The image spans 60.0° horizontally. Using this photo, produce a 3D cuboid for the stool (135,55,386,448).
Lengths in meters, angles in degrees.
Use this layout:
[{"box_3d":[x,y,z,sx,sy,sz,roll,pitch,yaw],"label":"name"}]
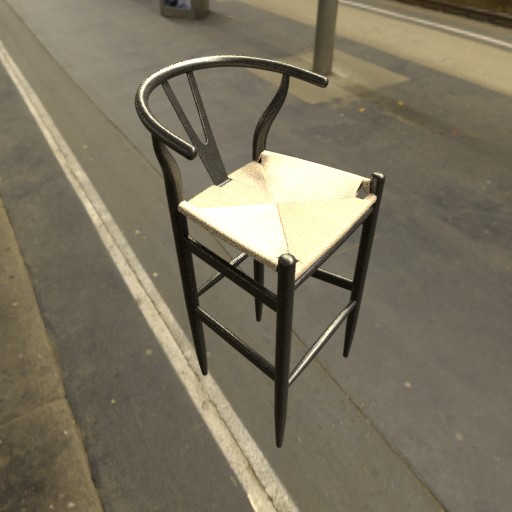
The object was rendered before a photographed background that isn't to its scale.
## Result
[{"box_3d":[0.000,0.000,1.412,0.579,1.072,0.569,26,47,28],"label":"stool"}]
